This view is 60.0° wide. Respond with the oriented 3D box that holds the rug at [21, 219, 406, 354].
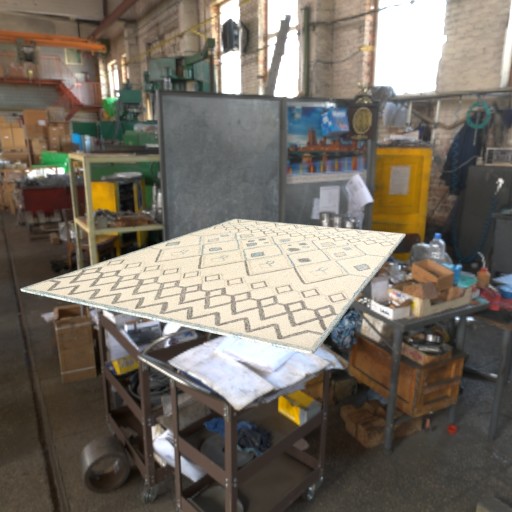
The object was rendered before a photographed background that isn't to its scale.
[{"bbox_3d":[0.000,0.000,2.332,1.260,0.009,1.820,7,17,25],"label":"rug"}]
